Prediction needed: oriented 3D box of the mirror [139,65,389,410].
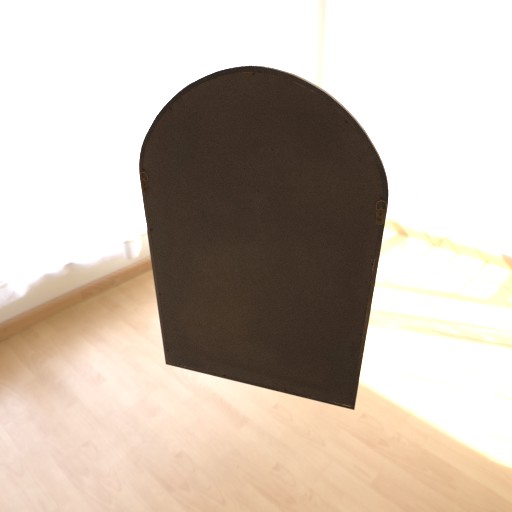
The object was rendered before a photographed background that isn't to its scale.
[{"bbox_3d":[0.000,0.000,1.147,0.609,0.915,0.032,9,32,15],"label":"mirror"}]
